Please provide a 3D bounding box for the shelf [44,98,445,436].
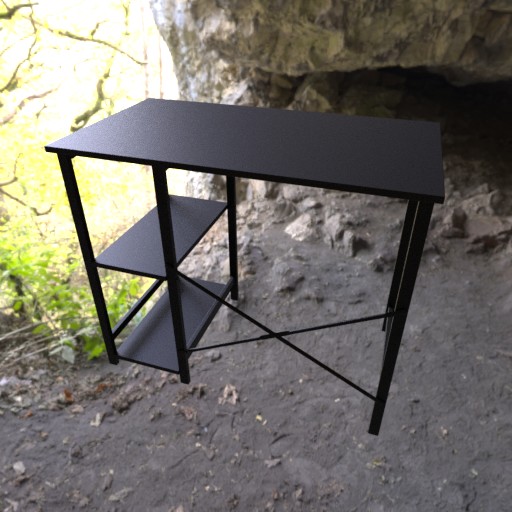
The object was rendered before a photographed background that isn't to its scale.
[{"bbox_3d":[0.000,0.000,1.341,0.902,0.749,0.498,10,34,15],"label":"shelf"}]
